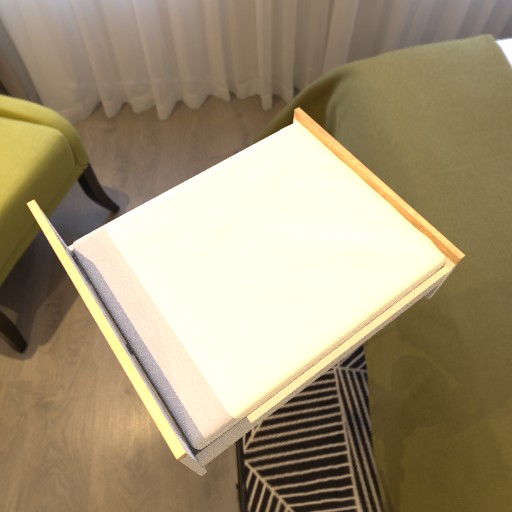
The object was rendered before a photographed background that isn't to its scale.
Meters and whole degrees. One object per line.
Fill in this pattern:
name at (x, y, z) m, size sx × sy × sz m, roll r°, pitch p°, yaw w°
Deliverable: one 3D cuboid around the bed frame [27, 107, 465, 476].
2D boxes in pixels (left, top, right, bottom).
bed frame at (0.000, 0.000, 2.936) m, size 2.050 × 0.980 × 1.670 m, roll -32°, pitch 65°, yaw -17°
